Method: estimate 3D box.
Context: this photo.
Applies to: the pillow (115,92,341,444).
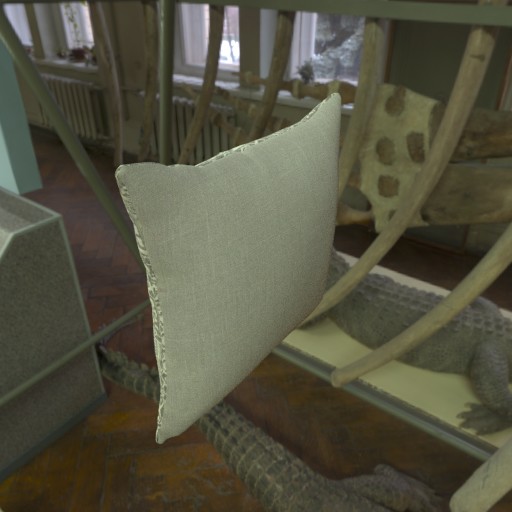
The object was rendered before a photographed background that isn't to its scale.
[{"bbox_3d":[0.000,0.000,0.801,0.180,0.487,0.546,21,37,30],"label":"pillow"}]
